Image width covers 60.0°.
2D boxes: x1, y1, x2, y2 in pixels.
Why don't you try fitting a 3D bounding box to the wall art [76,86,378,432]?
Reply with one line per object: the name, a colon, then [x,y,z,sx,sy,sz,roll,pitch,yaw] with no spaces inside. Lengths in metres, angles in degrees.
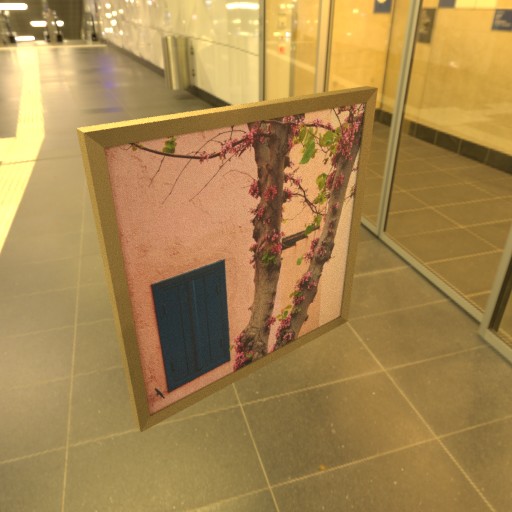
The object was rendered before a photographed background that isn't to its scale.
wall art: [0.000,0.000,1.155,0.762,0.762,0.038,-20,35,-31]
